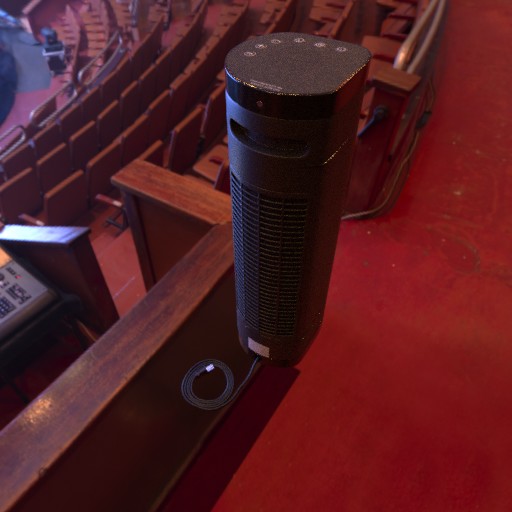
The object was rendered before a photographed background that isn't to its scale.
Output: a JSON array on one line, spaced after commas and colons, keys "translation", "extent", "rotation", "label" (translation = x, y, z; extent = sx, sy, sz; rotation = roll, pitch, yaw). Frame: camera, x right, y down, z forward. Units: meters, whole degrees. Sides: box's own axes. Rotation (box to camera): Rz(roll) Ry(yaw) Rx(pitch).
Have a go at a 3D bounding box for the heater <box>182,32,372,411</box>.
[{"translation": [0.000, 0.000, 0.682], "extent": [0.174, 0.552, 0.312], "rotation": [24, 50, 21], "label": "heater"}]
